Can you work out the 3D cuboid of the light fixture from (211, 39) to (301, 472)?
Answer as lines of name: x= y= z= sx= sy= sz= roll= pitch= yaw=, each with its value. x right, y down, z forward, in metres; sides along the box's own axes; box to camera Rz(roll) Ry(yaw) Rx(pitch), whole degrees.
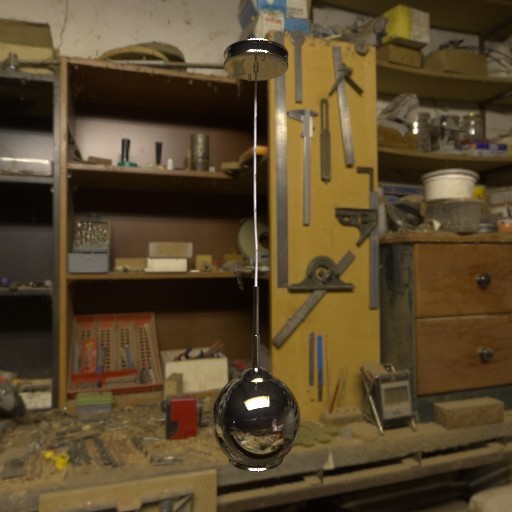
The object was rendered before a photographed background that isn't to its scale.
light fixture: x=0.000 y=0.000 z=1.687 sx=0.336 sy=1.538 sz=0.336 roll=0 pitch=-1 yaw=-17
